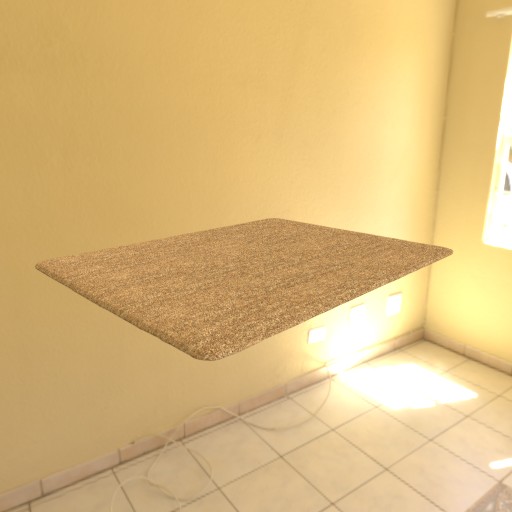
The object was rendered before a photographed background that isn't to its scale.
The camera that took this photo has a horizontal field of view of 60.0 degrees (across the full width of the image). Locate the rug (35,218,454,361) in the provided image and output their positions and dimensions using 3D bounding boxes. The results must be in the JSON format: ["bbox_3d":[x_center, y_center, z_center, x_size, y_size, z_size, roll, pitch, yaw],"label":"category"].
[{"bbox_3d":[0.000,0.000,3.741,2.873,0.050,2.242,-15,21,-43],"label":"rug"}]
